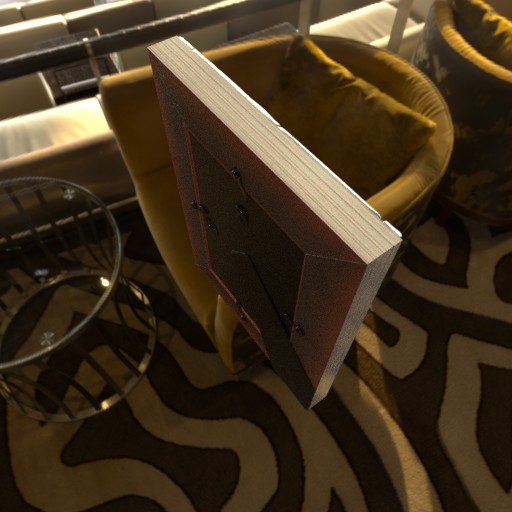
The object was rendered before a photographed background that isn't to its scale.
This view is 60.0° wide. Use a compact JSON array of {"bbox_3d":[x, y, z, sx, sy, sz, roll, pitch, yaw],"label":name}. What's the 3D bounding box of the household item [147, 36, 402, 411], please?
[{"bbox_3d":[0.000,0.000,0.290,0.025,0.216,0.165,-32,63,-18],"label":"household item"}]
